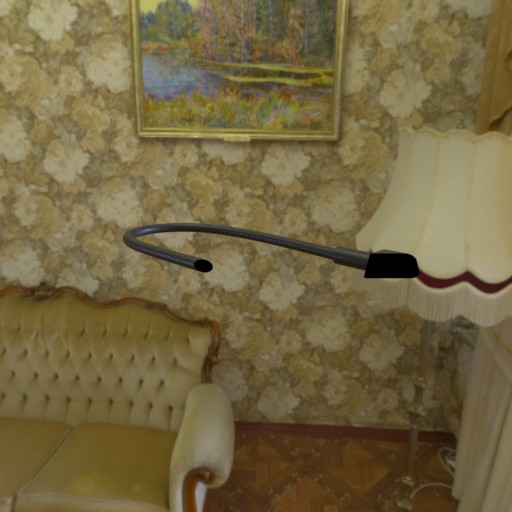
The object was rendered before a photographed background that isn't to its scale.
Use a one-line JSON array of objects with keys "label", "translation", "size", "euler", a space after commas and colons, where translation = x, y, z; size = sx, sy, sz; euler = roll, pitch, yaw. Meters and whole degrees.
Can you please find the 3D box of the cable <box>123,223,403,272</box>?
[{"label": "cable", "translation": [0.000, 0.000, 0.109], "size": [0.040, 0.006, 0.098], "euler": [-14, 20, -42]}]
